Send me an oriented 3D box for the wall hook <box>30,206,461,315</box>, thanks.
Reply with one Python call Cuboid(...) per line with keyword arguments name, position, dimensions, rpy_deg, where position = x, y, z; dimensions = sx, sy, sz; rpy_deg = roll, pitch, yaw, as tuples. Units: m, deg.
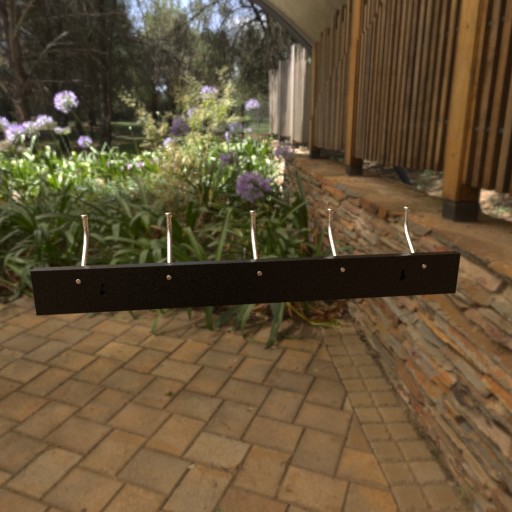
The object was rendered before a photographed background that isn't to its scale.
Cuboid(name="wall hook", position=(0.000, 0.000, 0.618), dimensions=(0.571, 0.117, 0.071), rpy_deg=(-2, 16, -8))
